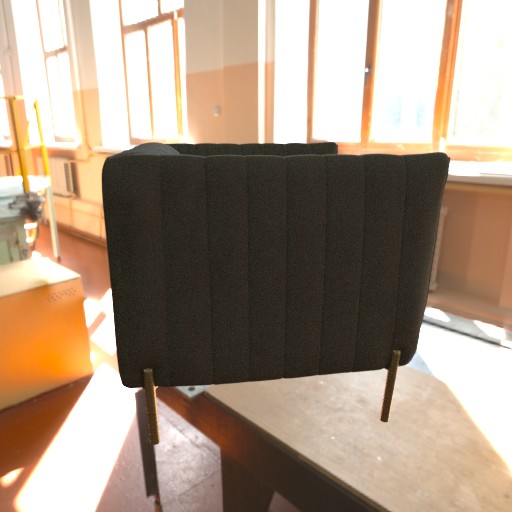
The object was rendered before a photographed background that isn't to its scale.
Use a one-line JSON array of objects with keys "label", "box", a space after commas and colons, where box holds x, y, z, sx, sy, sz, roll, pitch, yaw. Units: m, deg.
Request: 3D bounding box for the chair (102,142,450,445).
[{"label": "chair", "box": [0.000, 0.000, 1.585, 0.873, 0.779, 0.981, -3, 16, -9]}]
